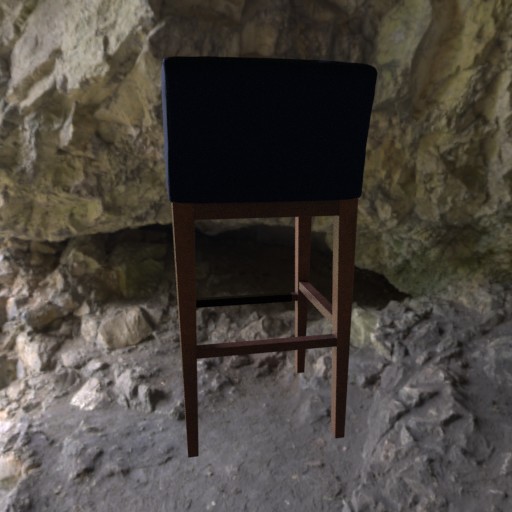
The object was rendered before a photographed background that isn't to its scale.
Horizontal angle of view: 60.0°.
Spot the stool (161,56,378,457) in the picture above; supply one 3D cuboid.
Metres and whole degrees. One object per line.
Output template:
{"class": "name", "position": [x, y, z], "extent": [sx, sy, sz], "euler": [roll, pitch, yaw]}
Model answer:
{"class": "stool", "position": [0.000, 0.000, 1.339], "extent": [0.511, 1.037, 0.500], "euler": [-3, 14, -11]}
